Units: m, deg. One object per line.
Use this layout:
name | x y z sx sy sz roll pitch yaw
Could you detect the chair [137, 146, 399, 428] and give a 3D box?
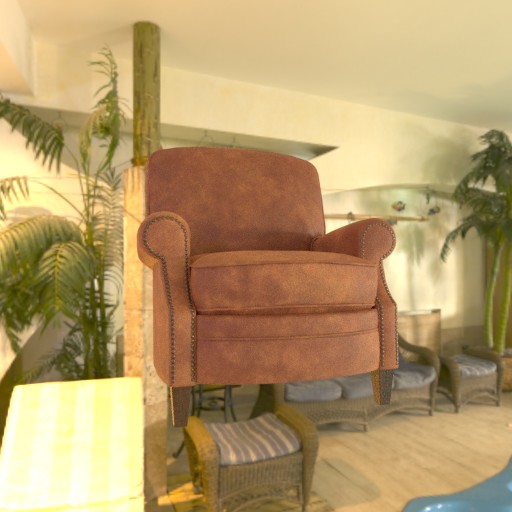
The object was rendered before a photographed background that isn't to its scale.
chair | 0.000 0.000 1.773 0.936 1.018 0.986 0 -1 -17
